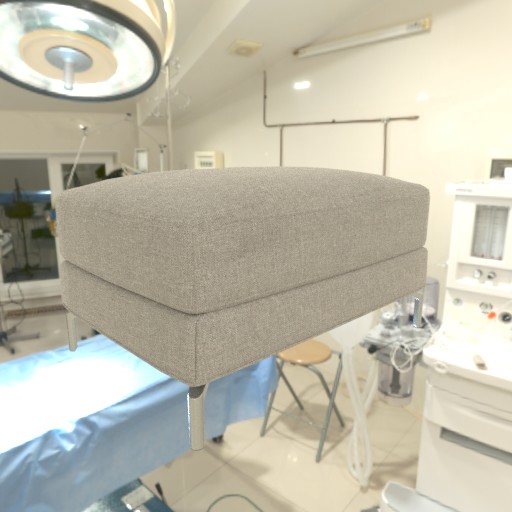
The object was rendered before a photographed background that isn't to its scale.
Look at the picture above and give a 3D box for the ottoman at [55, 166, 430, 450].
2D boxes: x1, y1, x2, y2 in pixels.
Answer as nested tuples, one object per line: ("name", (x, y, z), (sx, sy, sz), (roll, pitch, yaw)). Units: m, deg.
("ottoman", (0.000, 0.000, 1.165), (0.838, 0.457, 0.584), (-12, 18, -42))
